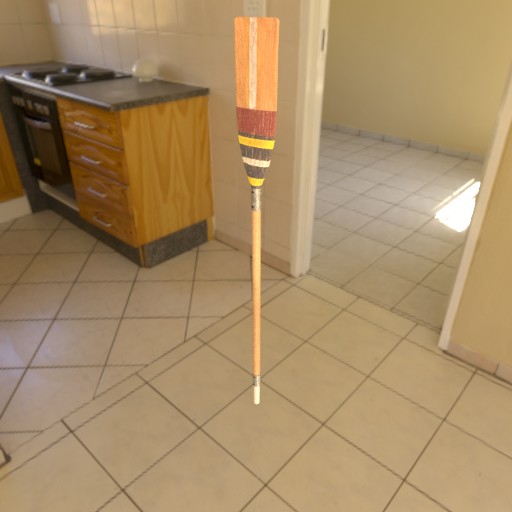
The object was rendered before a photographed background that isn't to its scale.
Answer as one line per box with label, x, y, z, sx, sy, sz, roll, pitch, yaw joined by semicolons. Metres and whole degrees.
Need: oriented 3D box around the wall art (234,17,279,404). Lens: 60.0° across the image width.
wall art;0.000;0.000;1.638;0.146;1.556;0.038;18;35;28
